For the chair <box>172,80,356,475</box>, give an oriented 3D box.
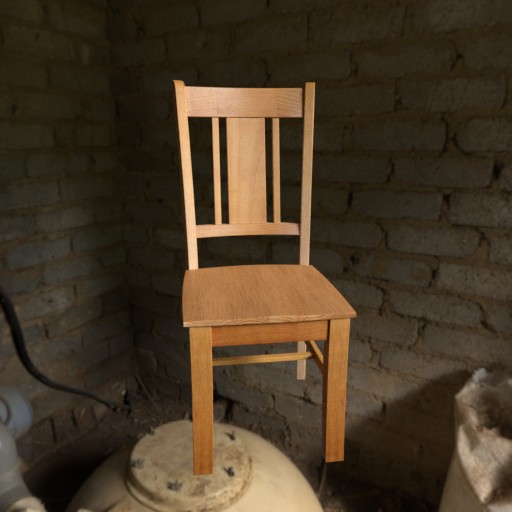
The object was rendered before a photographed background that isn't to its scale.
[{"bbox_3d":[0.000,0.000,1.277,0.450,0.998,0.556,-2,15,-8],"label":"chair"}]
